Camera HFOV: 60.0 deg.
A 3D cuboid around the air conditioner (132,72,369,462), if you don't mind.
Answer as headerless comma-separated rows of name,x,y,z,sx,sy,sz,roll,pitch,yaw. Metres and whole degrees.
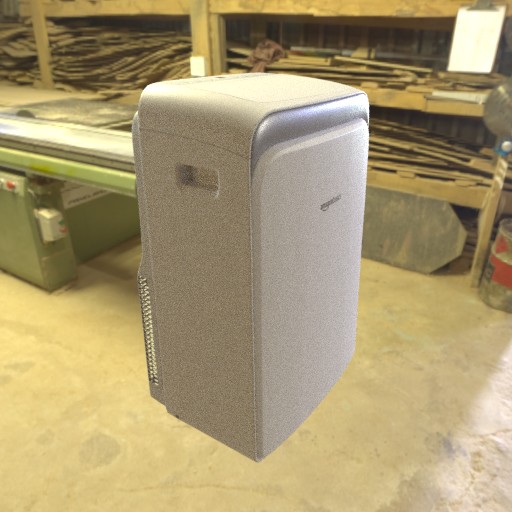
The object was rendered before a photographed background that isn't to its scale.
air conditioner,0.000,0.000,0.944,0.365,0.700,0.454,18,32,32
